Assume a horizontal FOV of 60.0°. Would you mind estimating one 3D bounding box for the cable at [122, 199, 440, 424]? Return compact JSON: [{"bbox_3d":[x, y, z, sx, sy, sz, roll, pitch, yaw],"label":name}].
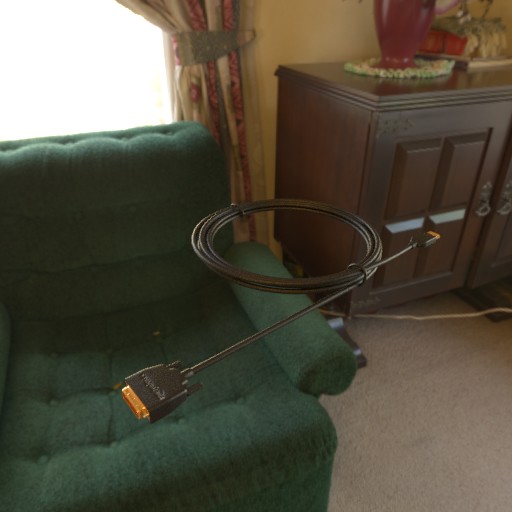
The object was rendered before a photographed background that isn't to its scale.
[{"bbox_3d":[0.000,0.000,0.522,0.422,0.030,0.257,-22,36,-33],"label":"cable"}]
